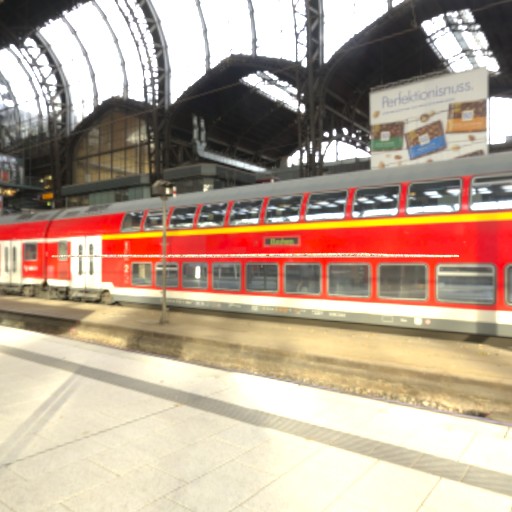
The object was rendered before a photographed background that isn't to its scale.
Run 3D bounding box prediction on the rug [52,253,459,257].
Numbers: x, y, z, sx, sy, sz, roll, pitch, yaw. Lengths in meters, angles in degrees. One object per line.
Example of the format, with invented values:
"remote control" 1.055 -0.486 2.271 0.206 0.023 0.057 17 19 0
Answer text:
"rug" 0.000 0.000 4.357 3.226 0.024 2.436 0 0 36
